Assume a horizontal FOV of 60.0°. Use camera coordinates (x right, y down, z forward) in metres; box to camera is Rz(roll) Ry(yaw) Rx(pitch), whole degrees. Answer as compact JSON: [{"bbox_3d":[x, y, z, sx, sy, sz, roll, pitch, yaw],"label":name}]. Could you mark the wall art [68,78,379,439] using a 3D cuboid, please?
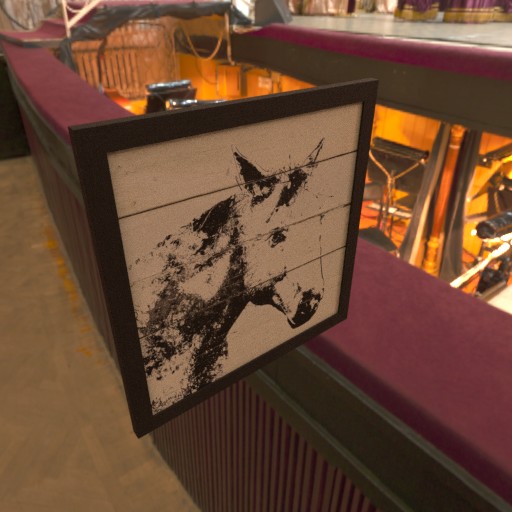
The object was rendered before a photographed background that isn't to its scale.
[{"bbox_3d":[0.000,0.000,1.484,1.016,1.016,0.038,-22,37,-32],"label":"wall art"}]
